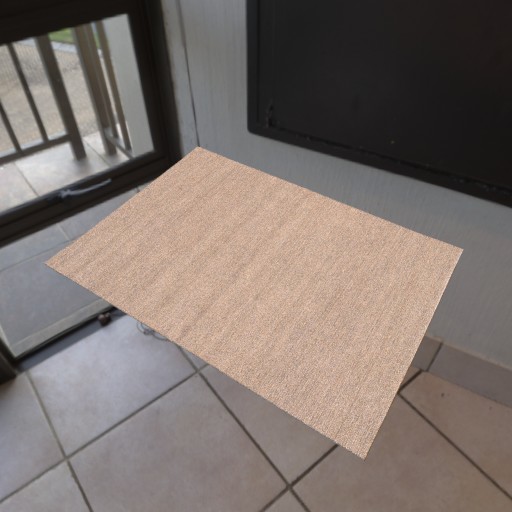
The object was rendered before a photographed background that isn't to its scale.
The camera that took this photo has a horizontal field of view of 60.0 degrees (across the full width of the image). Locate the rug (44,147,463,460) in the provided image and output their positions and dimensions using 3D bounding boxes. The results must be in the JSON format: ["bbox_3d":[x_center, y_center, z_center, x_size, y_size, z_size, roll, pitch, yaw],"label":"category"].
[{"bbox_3d":[0.000,0.000,2.922,2.264,0.030,1.624,26,52,22],"label":"rug"}]
